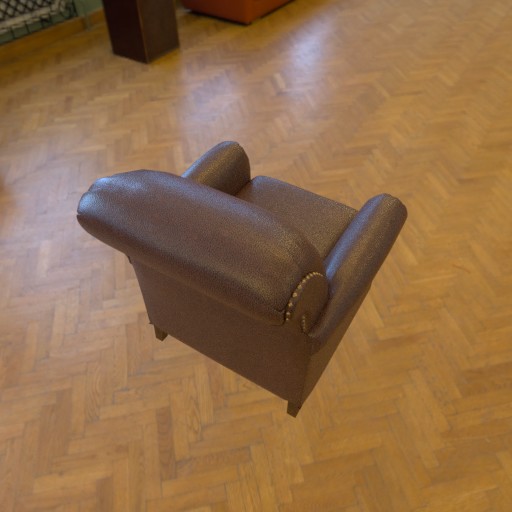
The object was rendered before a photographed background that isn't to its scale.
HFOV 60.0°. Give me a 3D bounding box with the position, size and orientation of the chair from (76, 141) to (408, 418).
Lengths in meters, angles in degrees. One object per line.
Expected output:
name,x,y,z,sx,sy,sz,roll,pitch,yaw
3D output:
chair,0.000,0.000,1.636,0.854,0.927,0.890,24,51,21
